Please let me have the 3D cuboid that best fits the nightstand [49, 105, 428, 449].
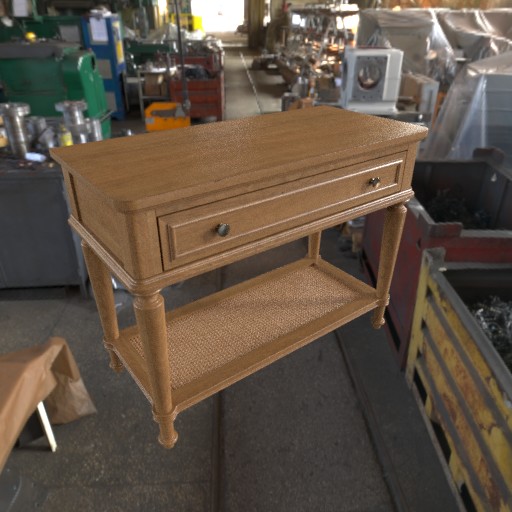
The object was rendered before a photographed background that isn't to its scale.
[{"bbox_3d":[0.000,0.000,1.318,0.914,0.700,0.432,-20,35,-31],"label":"nightstand"}]
